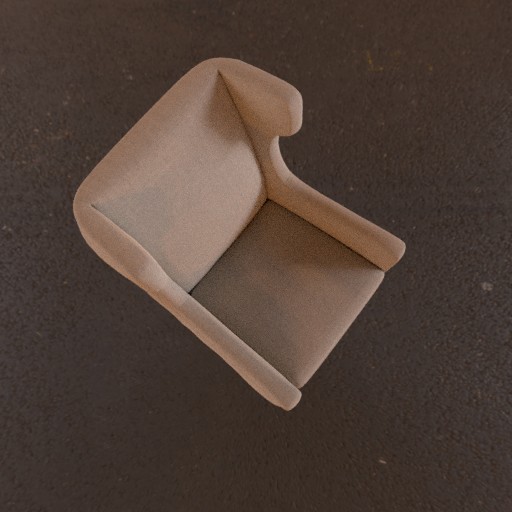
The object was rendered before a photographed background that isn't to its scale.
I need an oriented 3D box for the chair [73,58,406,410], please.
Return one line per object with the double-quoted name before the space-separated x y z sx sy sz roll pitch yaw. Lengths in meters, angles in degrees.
"chair" 0.000 0.000 1.695 0.899 1.079 0.778 37 78 9
